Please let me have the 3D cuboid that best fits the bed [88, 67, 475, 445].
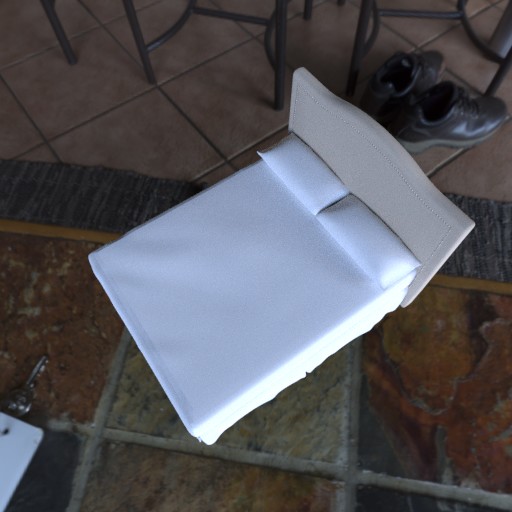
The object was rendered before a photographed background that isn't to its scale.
[{"bbox_3d":[0.000,0.000,3.199,2.052,1.398,1.678,-32,67,-16],"label":"bed"}]
